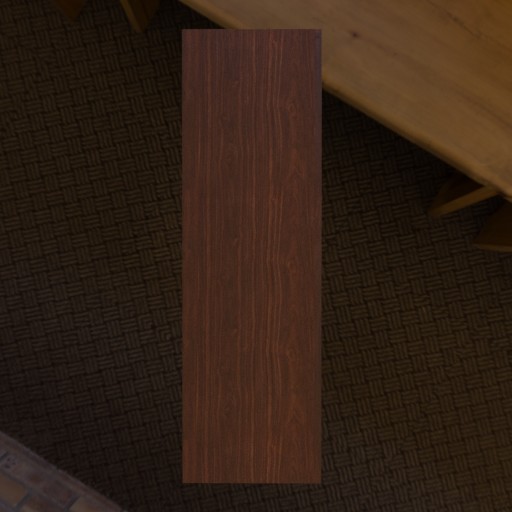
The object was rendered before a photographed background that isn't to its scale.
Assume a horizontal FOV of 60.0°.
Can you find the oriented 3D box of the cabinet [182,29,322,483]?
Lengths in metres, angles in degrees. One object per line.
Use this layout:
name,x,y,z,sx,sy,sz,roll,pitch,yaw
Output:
cabinet,0.000,0.000,2.007,0.505,0.940,1.575,0,90,0
